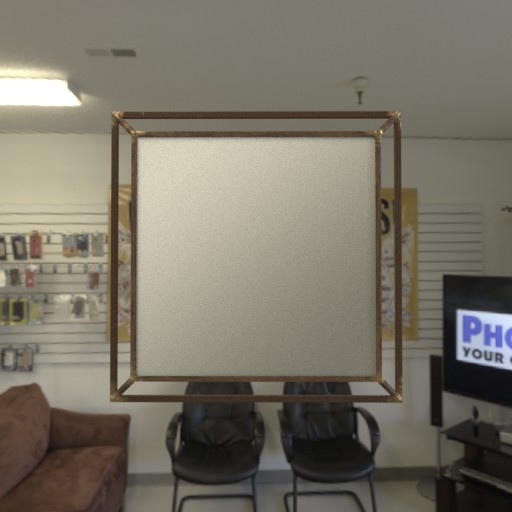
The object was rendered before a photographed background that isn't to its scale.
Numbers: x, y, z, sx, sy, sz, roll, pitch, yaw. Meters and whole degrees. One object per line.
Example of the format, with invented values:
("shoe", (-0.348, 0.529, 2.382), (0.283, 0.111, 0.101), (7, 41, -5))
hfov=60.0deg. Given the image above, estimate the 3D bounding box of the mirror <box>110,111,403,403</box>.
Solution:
("mirror", (0.000, 0.000, 0.922), (0.610, 0.610, 0.032), (0, -1, 0))
